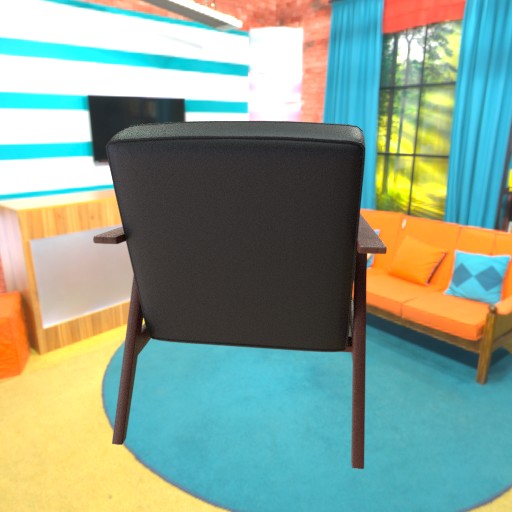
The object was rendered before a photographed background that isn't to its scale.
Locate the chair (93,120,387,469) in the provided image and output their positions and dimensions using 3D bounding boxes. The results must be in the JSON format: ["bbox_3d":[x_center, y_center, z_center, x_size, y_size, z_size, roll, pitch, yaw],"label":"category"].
[{"bbox_3d":[0.000,0.000,1.485,0.719,0.861,0.889,2,17,8],"label":"chair"}]
